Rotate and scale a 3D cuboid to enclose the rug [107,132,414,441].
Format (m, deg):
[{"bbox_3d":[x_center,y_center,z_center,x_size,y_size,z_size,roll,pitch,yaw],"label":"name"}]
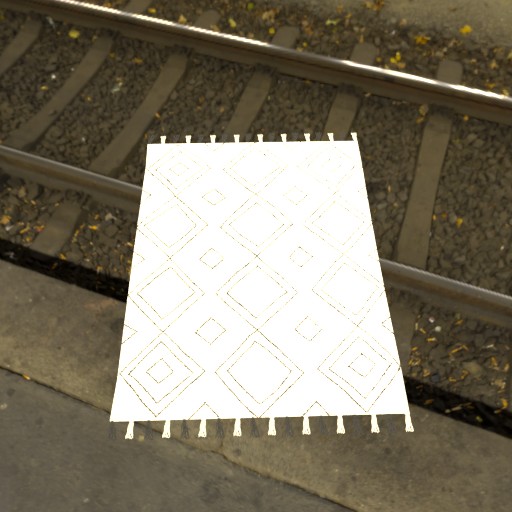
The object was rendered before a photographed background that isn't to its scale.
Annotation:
[{"bbox_3d":[0.000,0.000,4.197,2.342,0.026,3.221,-1,59,-1],"label":"rug"}]
